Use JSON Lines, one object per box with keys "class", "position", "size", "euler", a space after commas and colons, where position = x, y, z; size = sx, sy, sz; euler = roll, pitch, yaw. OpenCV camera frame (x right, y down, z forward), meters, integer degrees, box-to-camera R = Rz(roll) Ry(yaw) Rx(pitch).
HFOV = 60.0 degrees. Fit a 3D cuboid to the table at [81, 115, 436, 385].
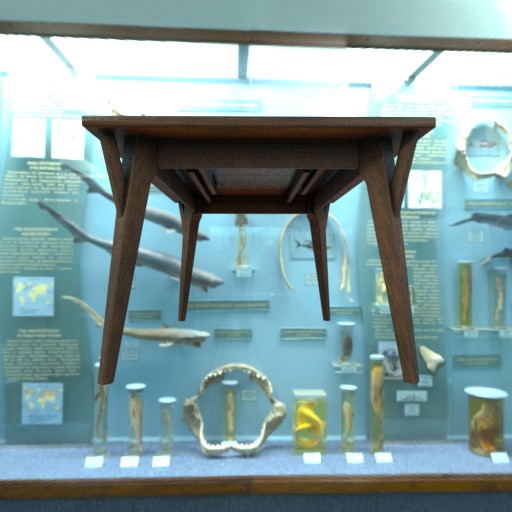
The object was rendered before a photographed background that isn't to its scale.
{"class": "table", "position": [0.000, 0.000, 1.991], "size": [0.990, 0.761, 1.524], "euler": [0, -1, -1]}
